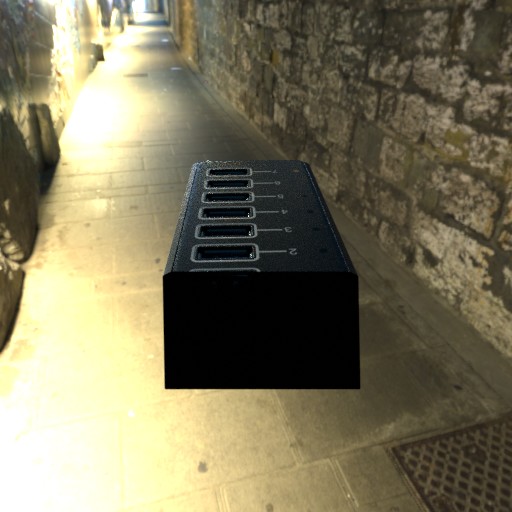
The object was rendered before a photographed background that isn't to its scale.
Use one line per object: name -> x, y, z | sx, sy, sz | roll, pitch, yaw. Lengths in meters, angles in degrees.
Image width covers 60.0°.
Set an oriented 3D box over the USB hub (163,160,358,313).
USB hub -> 0.000, 0.000, 0.129 | 0.044, 0.023, 0.110 | -1, 30, -2
